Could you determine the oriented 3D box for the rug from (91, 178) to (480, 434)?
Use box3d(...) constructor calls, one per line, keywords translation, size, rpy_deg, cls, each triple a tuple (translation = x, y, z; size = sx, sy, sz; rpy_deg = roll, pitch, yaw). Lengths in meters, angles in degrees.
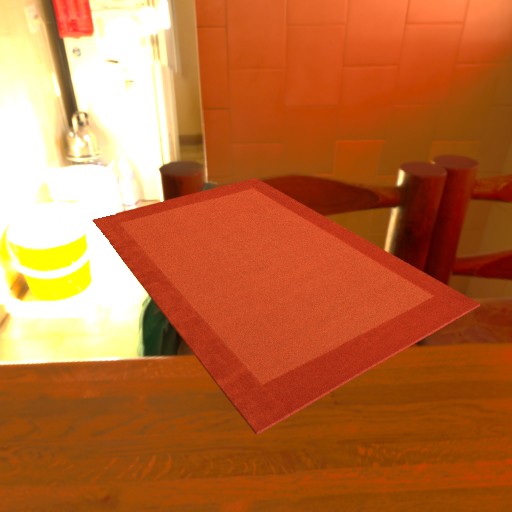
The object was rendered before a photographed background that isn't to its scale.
box3d(translation=(0.000, 0.000, 2.364), size=(1.219, 0.014, 1.829), rpy_deg=(-19, 37, -28), cls="rug")
